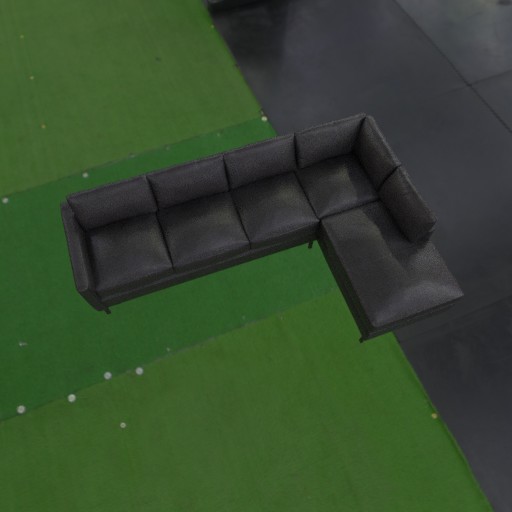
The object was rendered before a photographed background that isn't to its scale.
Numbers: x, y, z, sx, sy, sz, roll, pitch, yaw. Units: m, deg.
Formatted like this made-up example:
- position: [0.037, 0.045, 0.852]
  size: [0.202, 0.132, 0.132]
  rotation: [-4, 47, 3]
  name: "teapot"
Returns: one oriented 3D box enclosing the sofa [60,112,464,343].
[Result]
- position: [0.000, 0.000, 3.875]
  size: [2.984, 0.877, 1.938]
  rotation: [-18, 64, -9]
  name: "sofa"
